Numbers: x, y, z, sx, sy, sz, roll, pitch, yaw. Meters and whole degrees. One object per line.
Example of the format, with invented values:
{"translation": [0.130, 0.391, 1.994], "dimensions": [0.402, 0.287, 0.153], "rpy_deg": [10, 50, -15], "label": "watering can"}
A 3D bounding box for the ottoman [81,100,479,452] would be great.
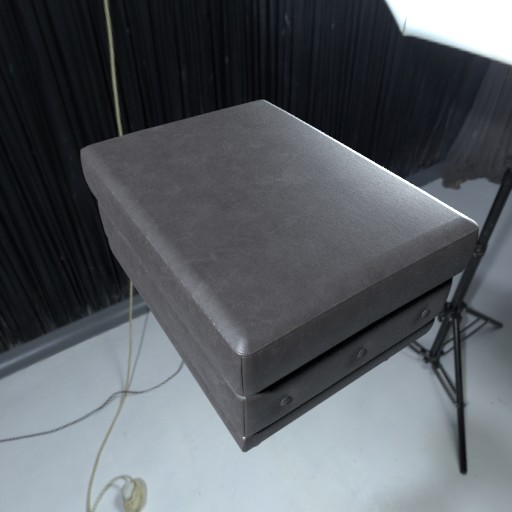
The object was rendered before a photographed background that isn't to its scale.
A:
{"translation": [0.000, 0.000, 1.153], "dimensions": [0.590, 0.498, 0.795], "rpy_deg": [-24, 47, -25], "label": "ottoman"}
